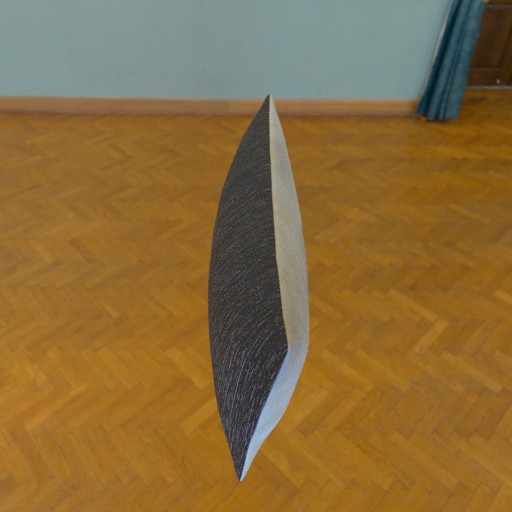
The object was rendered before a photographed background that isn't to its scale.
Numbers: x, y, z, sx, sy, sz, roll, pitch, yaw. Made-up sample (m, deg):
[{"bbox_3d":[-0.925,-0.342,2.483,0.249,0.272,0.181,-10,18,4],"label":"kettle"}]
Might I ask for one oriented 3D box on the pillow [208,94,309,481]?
[{"bbox_3d":[0.000,0.000,0.745,0.156,0.305,0.608,0,42,0],"label":"pillow"}]
